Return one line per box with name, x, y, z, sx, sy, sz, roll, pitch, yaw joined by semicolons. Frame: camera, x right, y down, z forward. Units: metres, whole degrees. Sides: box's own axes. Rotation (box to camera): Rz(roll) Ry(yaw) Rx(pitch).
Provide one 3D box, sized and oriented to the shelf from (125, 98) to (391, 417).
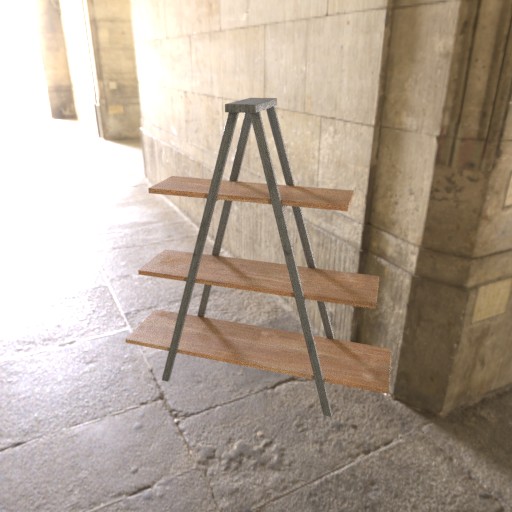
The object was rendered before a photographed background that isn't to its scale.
shelf;0.000;0.000;2.727;1.746;1.808;0.508;7;25;16
